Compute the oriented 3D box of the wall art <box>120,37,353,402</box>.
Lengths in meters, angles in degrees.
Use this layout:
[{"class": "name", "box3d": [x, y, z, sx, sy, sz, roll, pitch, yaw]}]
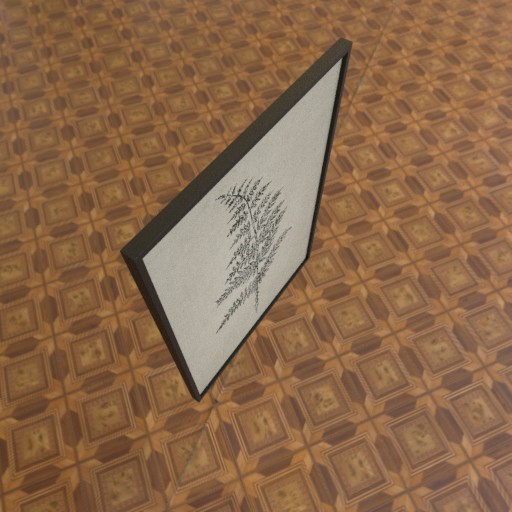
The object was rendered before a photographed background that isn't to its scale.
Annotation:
[{"class": "wall art", "box3d": [0.000, 0.000, 1.426, 0.036, 1.070, 0.802, 31, 64, 18]}]
